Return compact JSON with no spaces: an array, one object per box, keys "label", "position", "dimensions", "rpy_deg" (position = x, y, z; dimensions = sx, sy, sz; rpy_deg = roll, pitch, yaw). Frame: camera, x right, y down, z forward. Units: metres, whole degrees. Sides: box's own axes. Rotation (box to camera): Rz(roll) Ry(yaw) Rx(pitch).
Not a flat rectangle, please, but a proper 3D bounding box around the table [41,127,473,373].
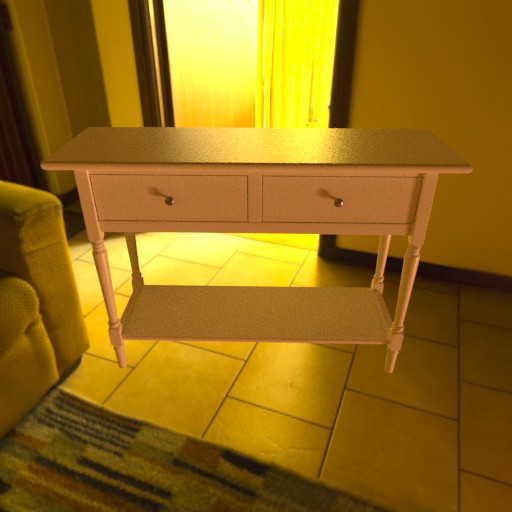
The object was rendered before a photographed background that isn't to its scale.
[{"label":"table","position":[0.000,0.000,1.587],"dimensions":[1.191,0.814,0.386],"rpy_deg":[1,31,1]}]
